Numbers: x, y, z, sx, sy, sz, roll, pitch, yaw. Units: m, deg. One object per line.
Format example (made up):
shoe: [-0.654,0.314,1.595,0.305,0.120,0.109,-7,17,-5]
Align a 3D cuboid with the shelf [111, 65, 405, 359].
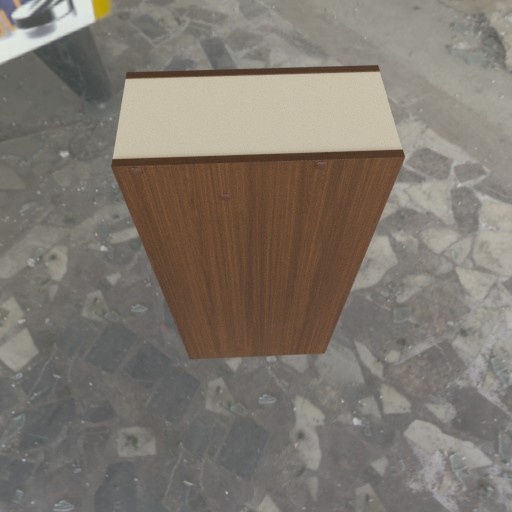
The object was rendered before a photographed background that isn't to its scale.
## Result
shelf: [0.000,0.000,0.730,0.290,0.600,0.147,-2,59,-1]
